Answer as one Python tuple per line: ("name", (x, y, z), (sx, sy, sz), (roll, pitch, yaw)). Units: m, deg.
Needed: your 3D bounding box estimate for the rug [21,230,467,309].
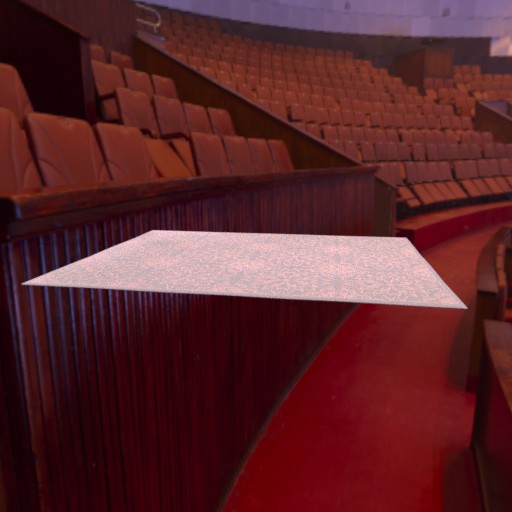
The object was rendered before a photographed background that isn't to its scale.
("rug", (0.000, 0.000, 4.031), (2.980, 0.012, 2.363), (2, 13, 10))
